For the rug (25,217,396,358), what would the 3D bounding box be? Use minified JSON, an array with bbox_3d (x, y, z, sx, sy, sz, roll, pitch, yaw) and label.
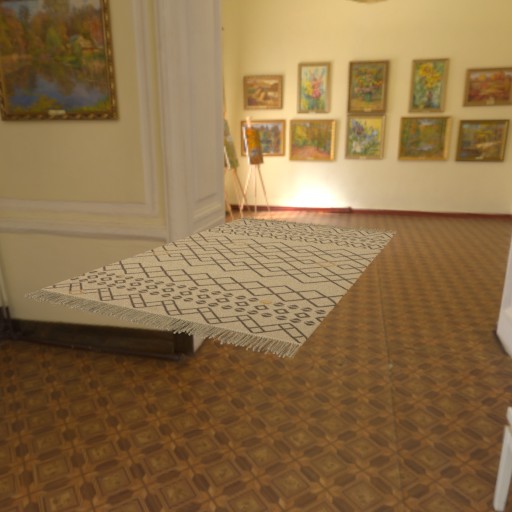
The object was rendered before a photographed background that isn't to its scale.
[{"bbox_3d":[0.000,0.000,3.043,1.495,0.035,2.472,7,17,25],"label":"rug"}]
